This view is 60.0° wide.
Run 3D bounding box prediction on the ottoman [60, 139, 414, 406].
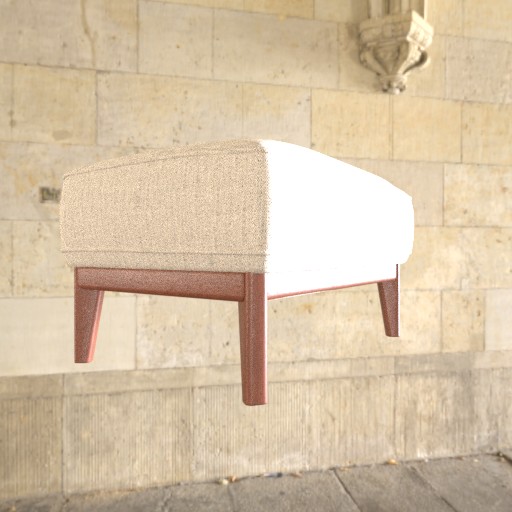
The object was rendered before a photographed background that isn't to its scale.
[{"bbox_3d":[0.000,0.000,1.138,0.594,0.465,0.794,0,1,35],"label":"ottoman"}]
